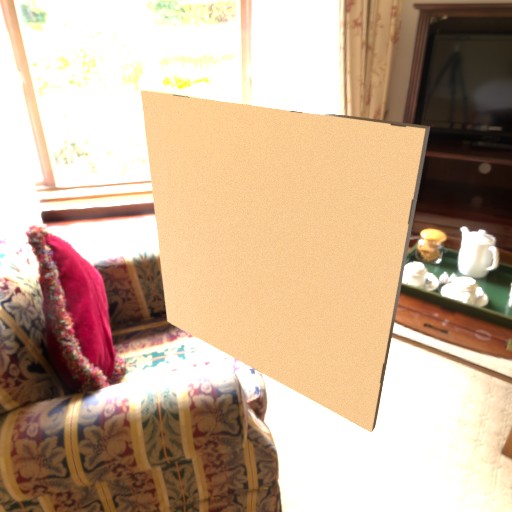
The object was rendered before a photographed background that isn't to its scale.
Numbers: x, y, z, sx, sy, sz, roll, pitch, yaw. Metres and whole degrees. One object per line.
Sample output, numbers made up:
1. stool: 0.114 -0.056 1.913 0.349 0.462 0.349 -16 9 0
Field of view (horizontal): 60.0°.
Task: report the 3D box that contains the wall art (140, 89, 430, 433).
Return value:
1. wall art: 0.000 0.000 0.678 0.446 0.445 0.014 20 34 33
